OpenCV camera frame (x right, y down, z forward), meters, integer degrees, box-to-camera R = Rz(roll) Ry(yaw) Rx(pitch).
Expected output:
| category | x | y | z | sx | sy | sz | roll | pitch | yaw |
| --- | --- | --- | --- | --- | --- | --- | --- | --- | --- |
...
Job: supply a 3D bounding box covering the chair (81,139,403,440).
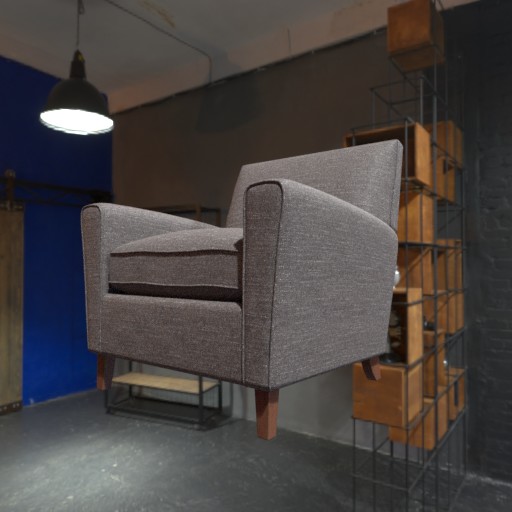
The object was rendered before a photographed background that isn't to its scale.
| category | x | y | z | sx | sy | sz | roll | pitch | yaw |
| --- | --- | --- | --- | --- | --- | --- | --- | --- | --- |
| chair | 0.000 | 0.000 | 1.589 | 0.838 | 0.885 | 0.875 | -1 | -1 | 38 |
